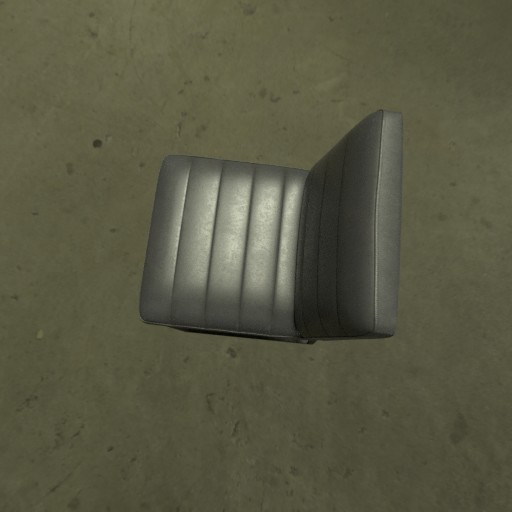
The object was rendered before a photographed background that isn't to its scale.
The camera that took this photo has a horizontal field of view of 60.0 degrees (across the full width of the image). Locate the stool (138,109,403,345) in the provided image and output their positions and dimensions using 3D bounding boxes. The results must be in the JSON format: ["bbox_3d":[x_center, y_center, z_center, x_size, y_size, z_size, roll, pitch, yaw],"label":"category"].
[{"bbox_3d":[0.000,0.000,1.275,0.552,0.938,0.457,5,78,1],"label":"stool"}]
